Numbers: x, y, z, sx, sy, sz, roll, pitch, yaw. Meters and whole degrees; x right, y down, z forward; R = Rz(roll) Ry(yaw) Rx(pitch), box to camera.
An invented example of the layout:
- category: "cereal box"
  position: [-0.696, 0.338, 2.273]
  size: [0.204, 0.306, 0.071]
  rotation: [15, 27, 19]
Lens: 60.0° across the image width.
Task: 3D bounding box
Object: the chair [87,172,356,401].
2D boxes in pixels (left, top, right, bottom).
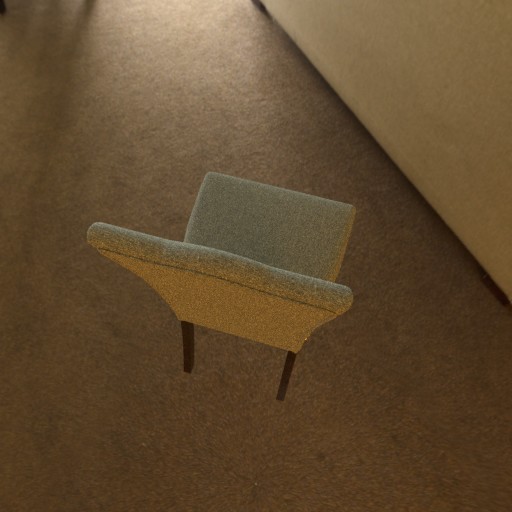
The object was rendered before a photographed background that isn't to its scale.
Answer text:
- category: "chair"
  position: [0.000, 0.000, 1.292]
  size: [0.518, 0.946, 0.589]
  rotation: [15, 64, 7]
